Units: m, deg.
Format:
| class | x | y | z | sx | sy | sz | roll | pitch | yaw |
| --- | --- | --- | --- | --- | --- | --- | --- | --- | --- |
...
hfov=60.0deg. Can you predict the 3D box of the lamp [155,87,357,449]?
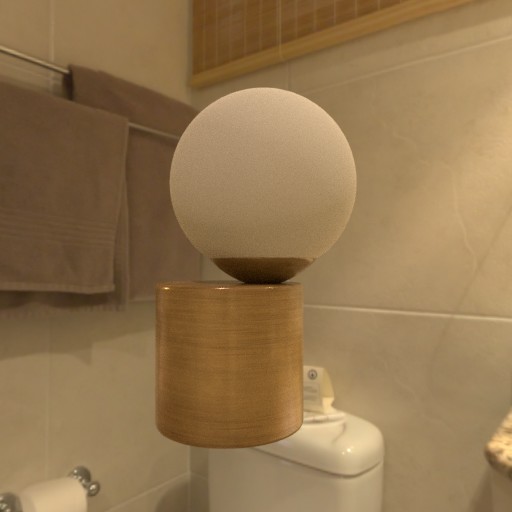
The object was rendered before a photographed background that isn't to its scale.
| class | x | y | z | sx | sy | sz | roll | pitch | yaw |
| --- | --- | --- | --- | --- | --- | --- | --- | --- | --- |
| lamp | 0.000 | 0.000 | 0.342 | 0.152 | 0.250 | 0.141 | 0 | -1 | 1 |
